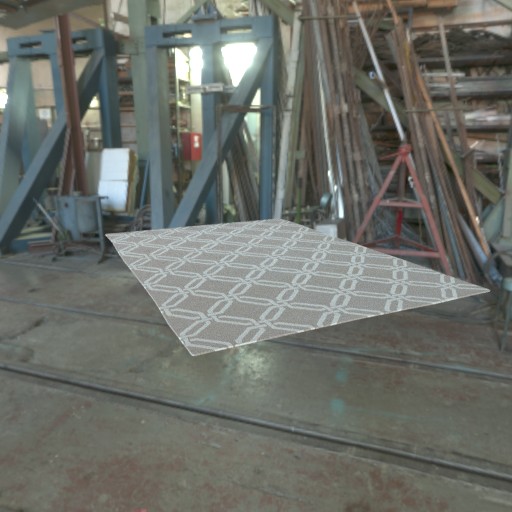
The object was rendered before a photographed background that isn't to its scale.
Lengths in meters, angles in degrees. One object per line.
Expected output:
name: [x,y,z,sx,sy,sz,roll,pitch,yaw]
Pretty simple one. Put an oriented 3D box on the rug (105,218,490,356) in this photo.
rug: [0.000,0.000,2.756,1.524,0.013,2.135,-7,17,-25]
